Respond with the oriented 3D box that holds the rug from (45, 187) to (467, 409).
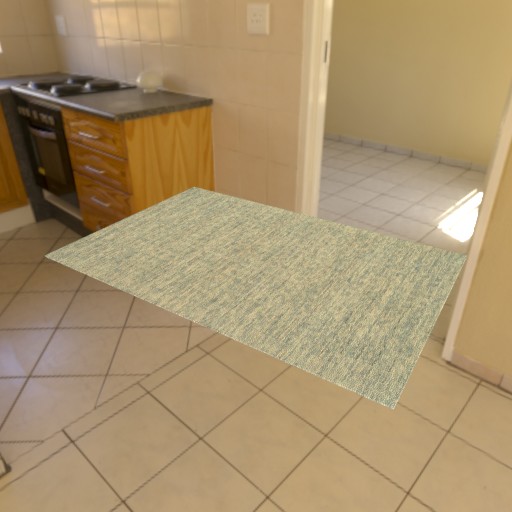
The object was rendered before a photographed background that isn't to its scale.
[{"bbox_3d":[0.000,0.000,2.195,1.752,0.006,1.142,18,34,28],"label":"rug"}]
